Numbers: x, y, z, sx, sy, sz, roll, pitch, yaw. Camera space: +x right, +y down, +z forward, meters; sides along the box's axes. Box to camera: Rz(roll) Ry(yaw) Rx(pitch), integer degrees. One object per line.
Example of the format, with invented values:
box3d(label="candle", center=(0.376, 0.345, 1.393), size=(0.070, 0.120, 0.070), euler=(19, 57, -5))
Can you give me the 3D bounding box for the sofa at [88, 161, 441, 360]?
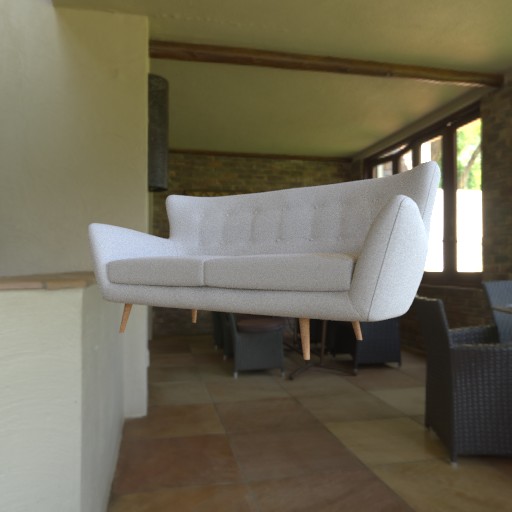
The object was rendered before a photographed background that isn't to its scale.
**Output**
box3d(label="sofa", center=(0.000, 0.000, 2.446), size=(1.930, 0.890, 0.899), euler=(-1, -1, 36))
